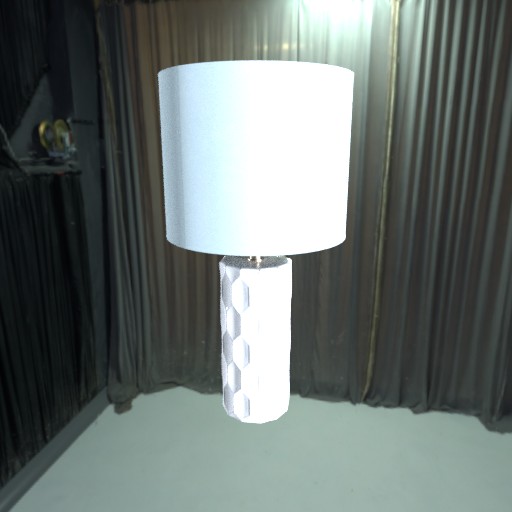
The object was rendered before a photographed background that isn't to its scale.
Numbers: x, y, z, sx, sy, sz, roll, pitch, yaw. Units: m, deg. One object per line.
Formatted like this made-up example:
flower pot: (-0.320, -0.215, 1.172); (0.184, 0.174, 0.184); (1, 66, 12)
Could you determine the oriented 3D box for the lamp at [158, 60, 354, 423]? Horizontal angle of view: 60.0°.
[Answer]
lamp: (0.000, 0.000, 0.707); (0.277, 0.534, 0.277); (2, 15, 7)
